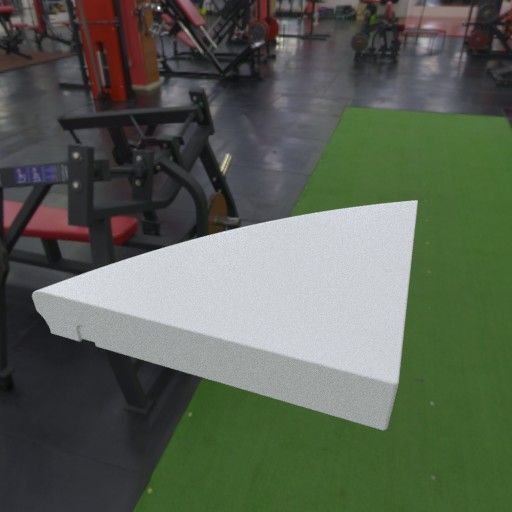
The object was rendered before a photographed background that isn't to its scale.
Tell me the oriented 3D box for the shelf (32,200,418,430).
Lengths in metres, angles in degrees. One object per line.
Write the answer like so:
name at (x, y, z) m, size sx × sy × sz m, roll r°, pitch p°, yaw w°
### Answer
shelf at (0.000, 0.000, 0.474) m, size 0.310 × 0.050 × 0.310 m, roll 11°, pitch 34°, yaw 16°
